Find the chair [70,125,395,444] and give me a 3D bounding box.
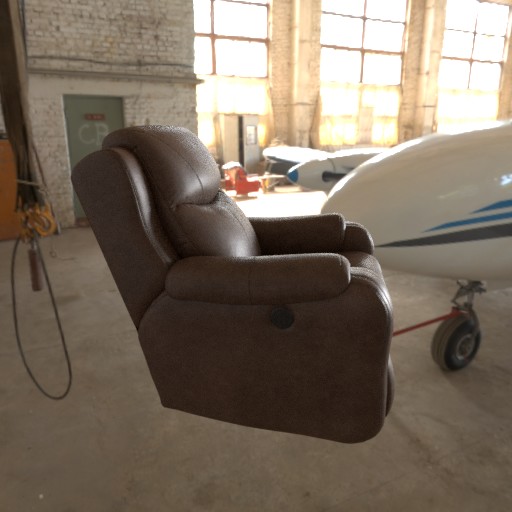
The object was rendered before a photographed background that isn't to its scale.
[{"bbox_3d":[0.000,0.000,1.750,1.067,0.990,0.940,3,16,10],"label":"chair"}]
